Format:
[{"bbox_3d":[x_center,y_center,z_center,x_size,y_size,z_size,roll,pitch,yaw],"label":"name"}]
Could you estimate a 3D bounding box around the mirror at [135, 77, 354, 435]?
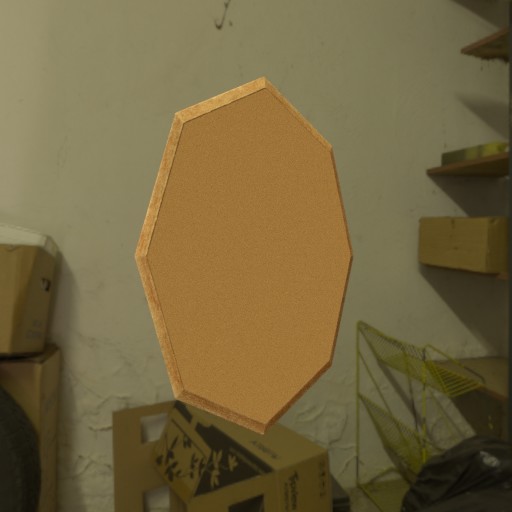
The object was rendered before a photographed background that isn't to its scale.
[{"bbox_3d":[0.000,0.000,0.981,0.577,0.774,0.070,0,0,-37],"label":"mirror"}]
